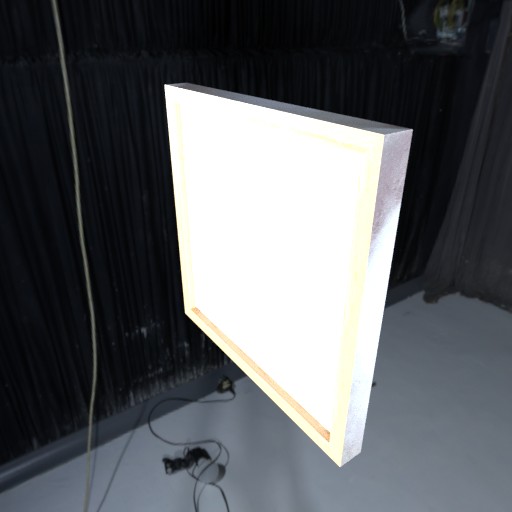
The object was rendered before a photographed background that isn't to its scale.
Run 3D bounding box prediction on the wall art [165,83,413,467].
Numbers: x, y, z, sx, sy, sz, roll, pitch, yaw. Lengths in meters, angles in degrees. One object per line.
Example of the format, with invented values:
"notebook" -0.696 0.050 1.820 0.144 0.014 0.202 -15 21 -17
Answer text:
"wall art" 0.000 0.000 0.454 0.028 0.303 0.303 -19 33 -31
